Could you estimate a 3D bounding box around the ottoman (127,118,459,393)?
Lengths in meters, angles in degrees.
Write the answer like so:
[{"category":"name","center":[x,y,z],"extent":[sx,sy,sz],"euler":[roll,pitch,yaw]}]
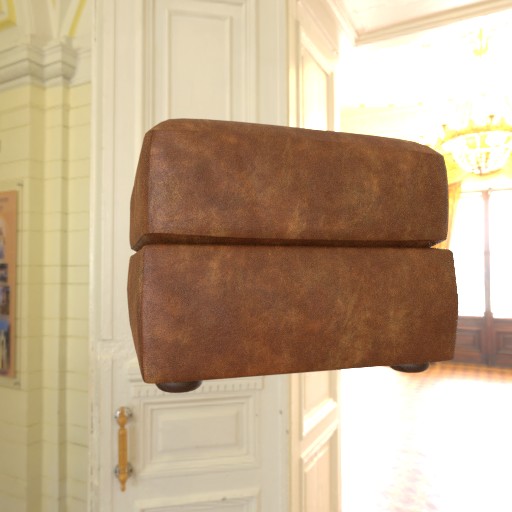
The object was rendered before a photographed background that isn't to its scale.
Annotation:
[{"category":"ottoman","center":[0.000,0.000,1.106],"extent":[0.603,0.476,0.751],"euler":[0,-1,-17]}]
